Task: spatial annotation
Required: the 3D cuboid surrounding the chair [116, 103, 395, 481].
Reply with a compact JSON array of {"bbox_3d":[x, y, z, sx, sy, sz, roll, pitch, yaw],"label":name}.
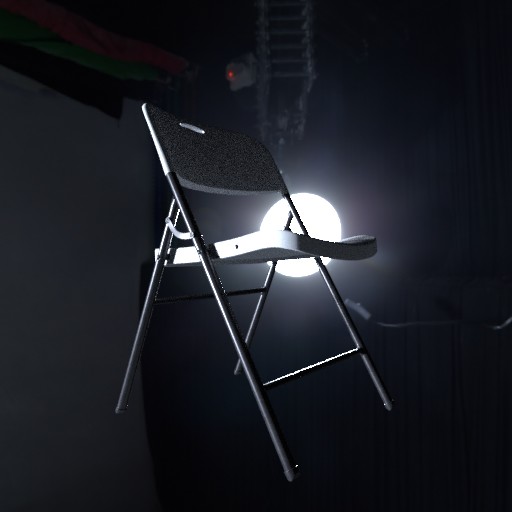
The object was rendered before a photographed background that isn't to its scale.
[{"bbox_3d":[0.000,0.000,1.161,0.566,0.810,0.494,0,1,39],"label":"chair"}]
